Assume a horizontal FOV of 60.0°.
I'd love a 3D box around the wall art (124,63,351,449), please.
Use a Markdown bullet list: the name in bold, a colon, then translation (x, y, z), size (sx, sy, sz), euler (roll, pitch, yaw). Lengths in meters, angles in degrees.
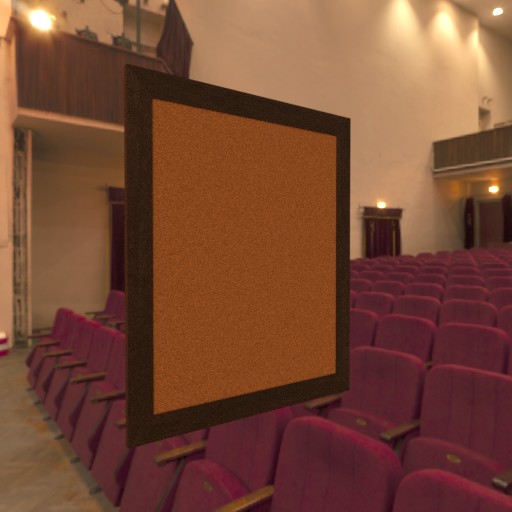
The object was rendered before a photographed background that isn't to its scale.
- **wall art**: translation (0.000, 0.000, 0.799), size (0.476, 0.570, 0.013), euler (-1, 1, -35)
